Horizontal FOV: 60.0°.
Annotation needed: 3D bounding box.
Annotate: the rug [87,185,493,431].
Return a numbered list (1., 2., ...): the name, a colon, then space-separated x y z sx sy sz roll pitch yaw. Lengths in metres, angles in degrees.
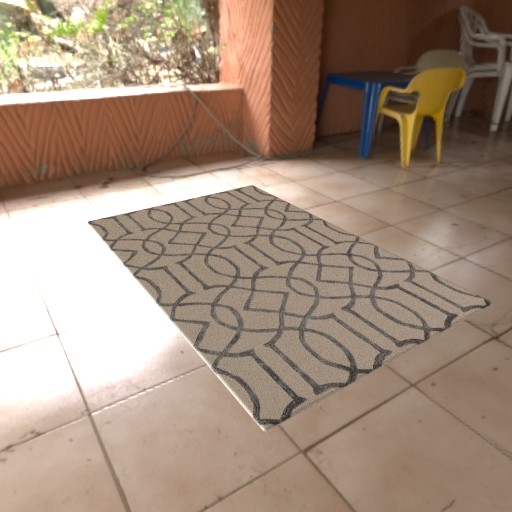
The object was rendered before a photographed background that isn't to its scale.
1. rug: 0.000 0.000 2.894 1.521 0.017 2.365 -18 33 -30
